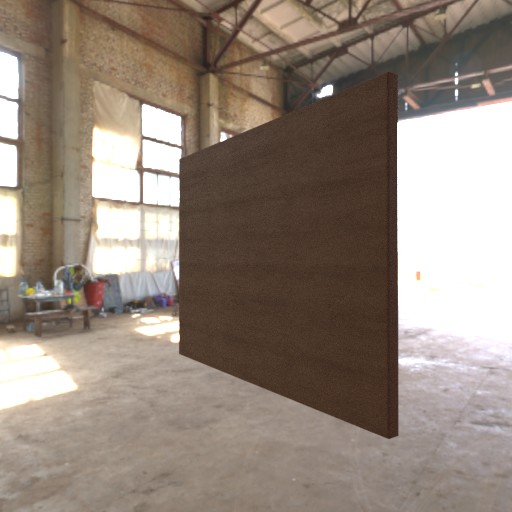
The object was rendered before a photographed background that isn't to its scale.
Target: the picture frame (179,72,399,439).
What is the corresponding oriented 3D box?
[{"bbox_3d":[0.000,0.000,1.780,0.045,1.018,1.329,0,0,-35],"label":"picture frame"}]
